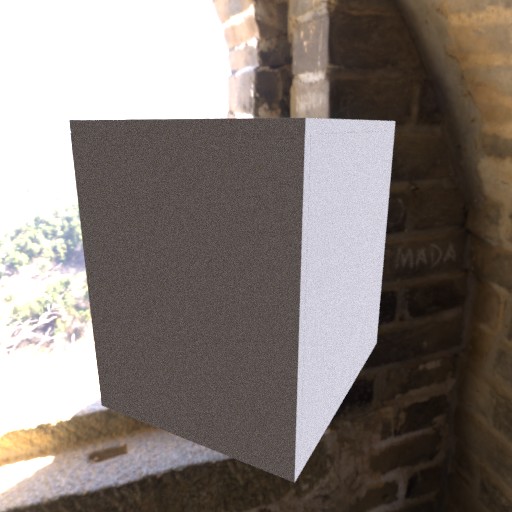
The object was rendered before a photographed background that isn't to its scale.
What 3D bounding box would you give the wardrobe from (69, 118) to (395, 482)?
[{"bbox_3d":[0.000,0.000,0.889,0.400,0.520,0.500,9,19,27],"label":"wardrobe"}]
